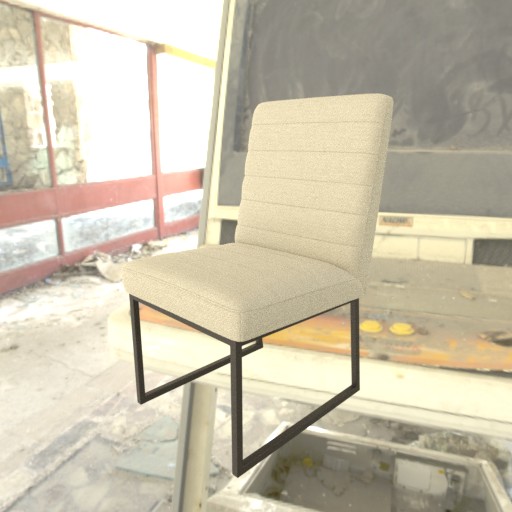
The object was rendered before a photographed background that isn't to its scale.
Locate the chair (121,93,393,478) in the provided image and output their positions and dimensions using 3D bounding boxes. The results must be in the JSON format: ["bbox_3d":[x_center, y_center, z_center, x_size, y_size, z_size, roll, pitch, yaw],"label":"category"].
[{"bbox_3d":[0.000,0.000,1.330,0.520,0.930,0.634,14,20,43],"label":"chair"}]
